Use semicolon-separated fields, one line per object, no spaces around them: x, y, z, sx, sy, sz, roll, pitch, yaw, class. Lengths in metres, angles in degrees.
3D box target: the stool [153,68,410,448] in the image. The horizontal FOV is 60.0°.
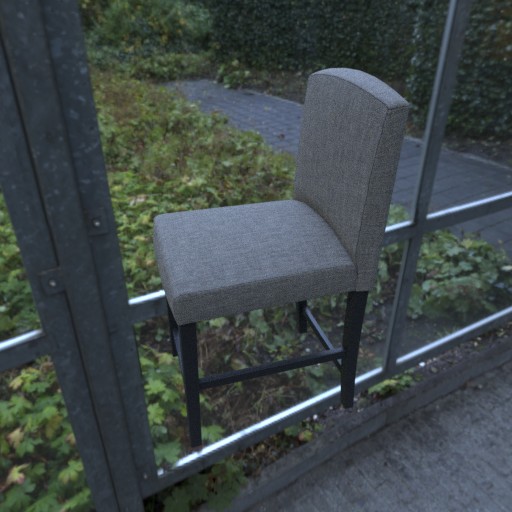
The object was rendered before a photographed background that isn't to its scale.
0.000;0.000;1.261;0.552;0.966;0.451;-9;31;-15;stool
